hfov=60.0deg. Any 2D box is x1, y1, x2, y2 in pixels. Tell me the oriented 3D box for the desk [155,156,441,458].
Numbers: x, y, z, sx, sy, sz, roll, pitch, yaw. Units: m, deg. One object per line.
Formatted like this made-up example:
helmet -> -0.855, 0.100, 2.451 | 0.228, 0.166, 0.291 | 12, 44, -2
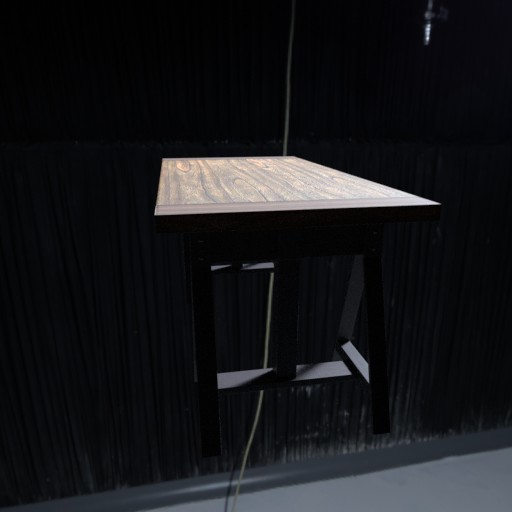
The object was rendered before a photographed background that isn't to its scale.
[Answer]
desk -> 0.000, 0.000, 1.962 | 0.784, 0.725, 1.543 | -3, 18, -10
